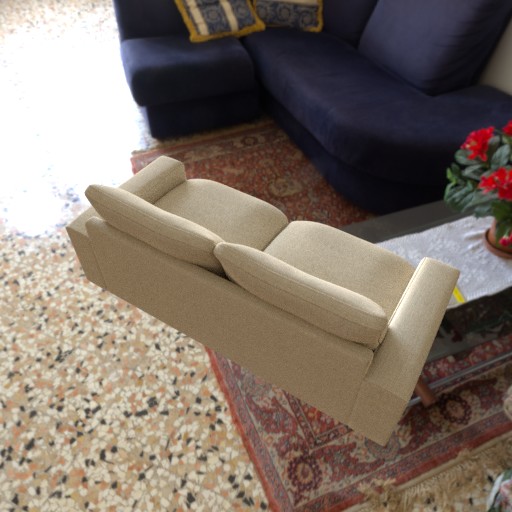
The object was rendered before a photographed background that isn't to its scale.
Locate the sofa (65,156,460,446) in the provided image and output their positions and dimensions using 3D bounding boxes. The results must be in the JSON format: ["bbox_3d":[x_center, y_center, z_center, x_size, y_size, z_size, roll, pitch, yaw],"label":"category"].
[{"bbox_3d":[0.000,0.000,2.844,2.299,0.922,1.040,24,51,21],"label":"sofa"}]
